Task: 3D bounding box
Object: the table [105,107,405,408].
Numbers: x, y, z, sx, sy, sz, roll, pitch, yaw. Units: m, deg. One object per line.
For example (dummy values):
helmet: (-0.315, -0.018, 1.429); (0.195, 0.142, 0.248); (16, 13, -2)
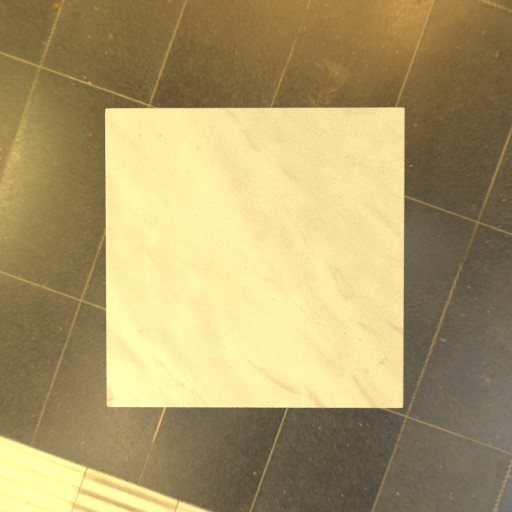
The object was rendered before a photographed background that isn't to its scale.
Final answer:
table: (0.000, 0.000, 0.817); (0.455, 0.431, 0.455); (0, 91, 1)
